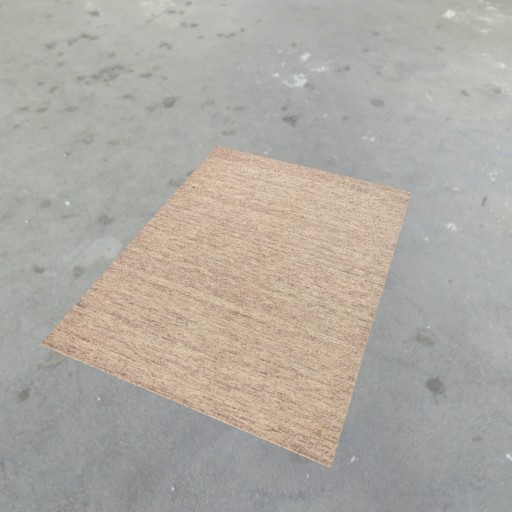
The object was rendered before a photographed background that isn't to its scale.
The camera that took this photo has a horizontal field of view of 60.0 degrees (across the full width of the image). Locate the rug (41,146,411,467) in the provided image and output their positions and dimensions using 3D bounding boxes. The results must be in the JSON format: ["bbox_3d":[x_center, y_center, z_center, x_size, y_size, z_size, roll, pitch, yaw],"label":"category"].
[{"bbox_3d":[0.000,0.000,4.294,2.448,0.013,3.205,17,48,16],"label":"rug"}]
